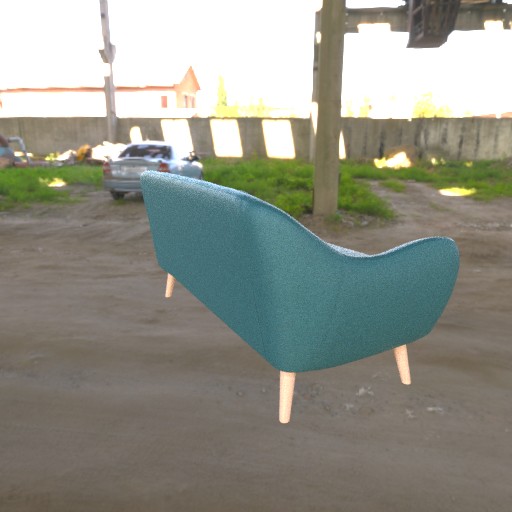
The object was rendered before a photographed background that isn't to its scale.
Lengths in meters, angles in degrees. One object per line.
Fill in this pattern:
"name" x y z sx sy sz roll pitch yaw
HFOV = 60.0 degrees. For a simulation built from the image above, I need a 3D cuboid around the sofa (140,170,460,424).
"sofa" 0.000 0.000 2.283 0.820 0.836 1.840 -7 16 -26
